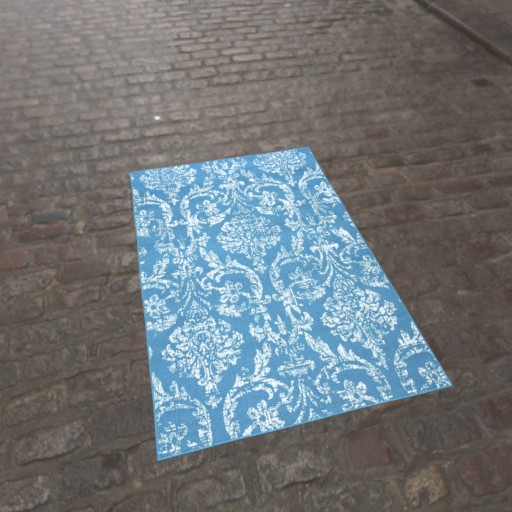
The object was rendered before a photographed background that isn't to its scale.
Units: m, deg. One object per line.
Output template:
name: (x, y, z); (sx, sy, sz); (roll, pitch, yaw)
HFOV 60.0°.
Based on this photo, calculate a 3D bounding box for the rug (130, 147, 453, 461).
rug: (0.000, 0.000, 2.335); (1.211, 0.012, 1.833); (-10, 47, -10)
